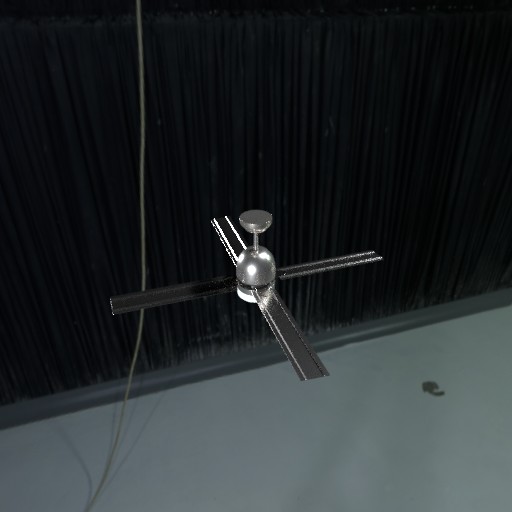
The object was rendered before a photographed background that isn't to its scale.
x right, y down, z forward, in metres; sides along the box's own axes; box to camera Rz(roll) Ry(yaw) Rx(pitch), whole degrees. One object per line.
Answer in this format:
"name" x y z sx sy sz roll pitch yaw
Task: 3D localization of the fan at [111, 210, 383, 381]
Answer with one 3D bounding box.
"fan" 0.000 0.000 2.072 1.346 0.406 1.346 -11 33 -17
